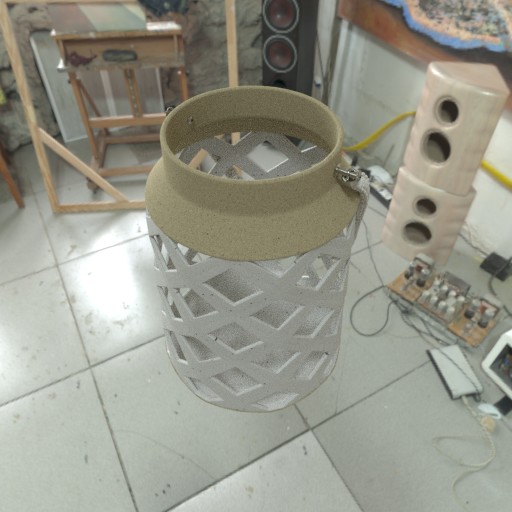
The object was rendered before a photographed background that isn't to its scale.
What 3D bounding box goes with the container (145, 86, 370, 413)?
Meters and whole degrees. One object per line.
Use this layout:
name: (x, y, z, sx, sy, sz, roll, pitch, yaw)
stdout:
container: (0.000, 0.000, 0.347, 0.163, 0.229, 0.172, 24, 51, 21)
